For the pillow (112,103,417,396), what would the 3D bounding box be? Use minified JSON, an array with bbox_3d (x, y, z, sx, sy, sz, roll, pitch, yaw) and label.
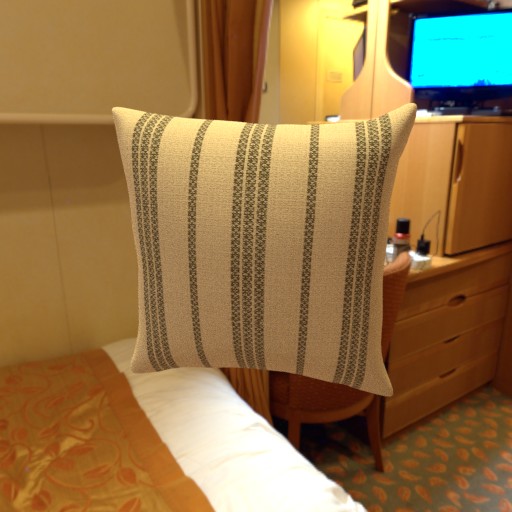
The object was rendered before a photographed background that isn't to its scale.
[{"bbox_3d":[0.000,0.000,0.628,0.405,0.406,0.173,2,15,9],"label":"pillow"}]
